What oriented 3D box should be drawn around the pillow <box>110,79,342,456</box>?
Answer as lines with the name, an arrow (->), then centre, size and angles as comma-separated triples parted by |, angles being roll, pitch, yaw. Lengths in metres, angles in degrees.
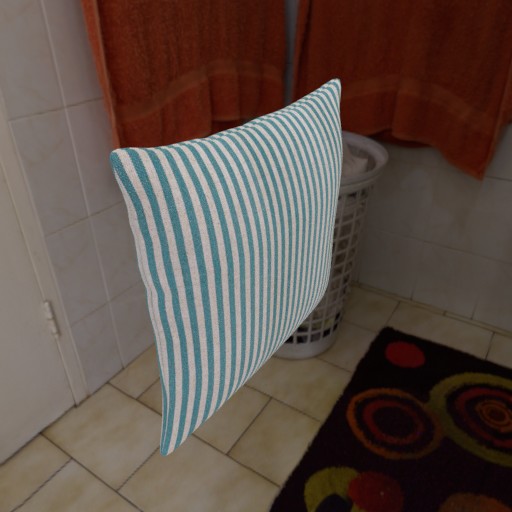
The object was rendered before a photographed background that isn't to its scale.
pillow -> 0.000, 0.000, 0.765 | 0.166, 0.510, 0.523 | 20, 37, 29
